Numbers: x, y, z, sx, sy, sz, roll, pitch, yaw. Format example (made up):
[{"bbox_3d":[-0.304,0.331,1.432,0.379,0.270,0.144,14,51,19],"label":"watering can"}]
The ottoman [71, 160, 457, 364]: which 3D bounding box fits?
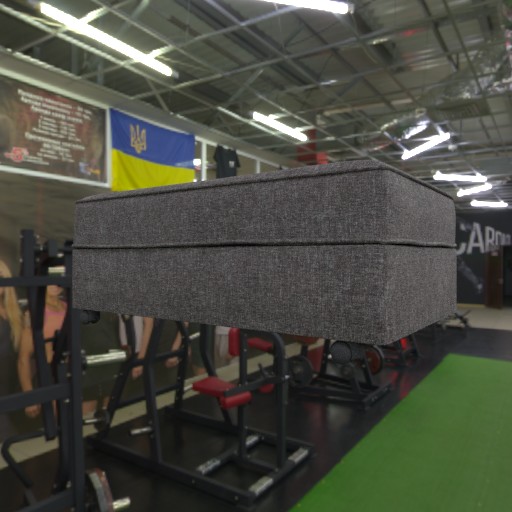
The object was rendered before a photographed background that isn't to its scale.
[{"bbox_3d":[0.000,0.000,1.543,1.184,0.487,0.717,0,0,36],"label":"ottoman"}]
